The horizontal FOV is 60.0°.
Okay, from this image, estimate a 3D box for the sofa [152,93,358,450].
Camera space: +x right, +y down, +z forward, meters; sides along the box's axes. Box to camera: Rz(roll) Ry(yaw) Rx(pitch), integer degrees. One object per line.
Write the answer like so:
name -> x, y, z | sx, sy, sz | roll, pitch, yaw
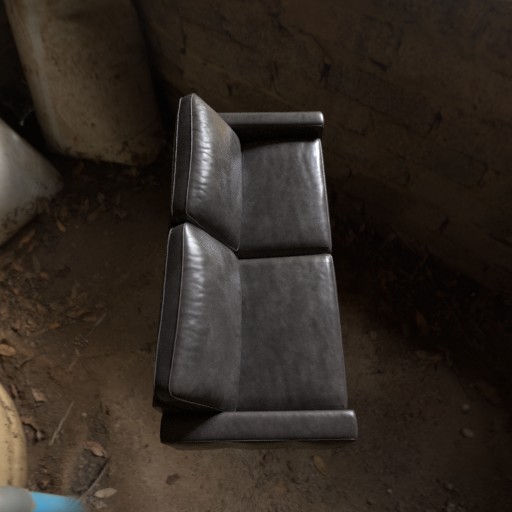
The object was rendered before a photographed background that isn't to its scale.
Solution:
sofa -> 0.000, 0.000, 2.622 | 0.939, 0.916, 2.081 | -1, 63, 0
